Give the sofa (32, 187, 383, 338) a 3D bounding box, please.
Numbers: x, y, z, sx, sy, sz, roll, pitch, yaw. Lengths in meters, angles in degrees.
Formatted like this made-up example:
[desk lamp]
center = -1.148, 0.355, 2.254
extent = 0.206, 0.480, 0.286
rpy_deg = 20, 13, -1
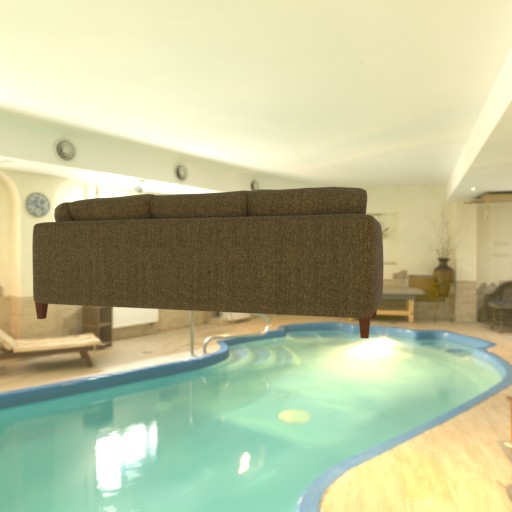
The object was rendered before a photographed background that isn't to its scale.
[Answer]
[sofa]
center = 0.000, 0.000, 4.549
extent = 2.593, 0.947, 3.302
rpy_deg = 0, 1, 18
